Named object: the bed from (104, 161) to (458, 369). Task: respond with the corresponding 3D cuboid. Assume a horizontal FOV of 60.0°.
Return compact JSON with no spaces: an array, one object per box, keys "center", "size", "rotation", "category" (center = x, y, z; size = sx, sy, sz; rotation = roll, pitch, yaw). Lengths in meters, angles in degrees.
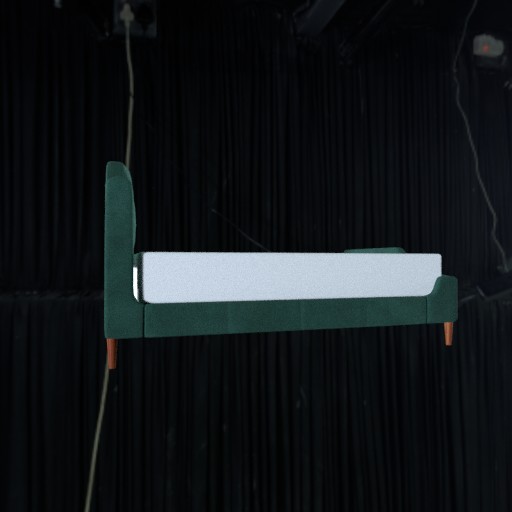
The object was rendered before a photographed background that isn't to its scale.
[{"center":[0.000,0.000,3.695],"size":[2.340,1.245,2.074],"rotation":[0,-1,-17],"category":"bed"}]
